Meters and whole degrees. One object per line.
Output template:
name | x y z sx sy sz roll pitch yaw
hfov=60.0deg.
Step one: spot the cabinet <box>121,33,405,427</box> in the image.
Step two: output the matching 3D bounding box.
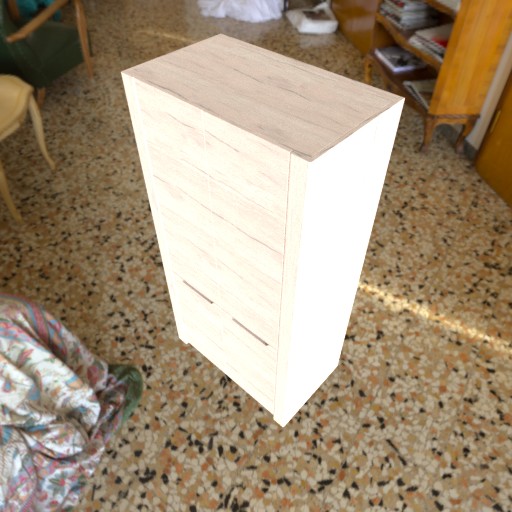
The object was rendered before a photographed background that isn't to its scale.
cabinet | 0.000 0.000 2.428 0.980 1.930 0.580 33 54 28
